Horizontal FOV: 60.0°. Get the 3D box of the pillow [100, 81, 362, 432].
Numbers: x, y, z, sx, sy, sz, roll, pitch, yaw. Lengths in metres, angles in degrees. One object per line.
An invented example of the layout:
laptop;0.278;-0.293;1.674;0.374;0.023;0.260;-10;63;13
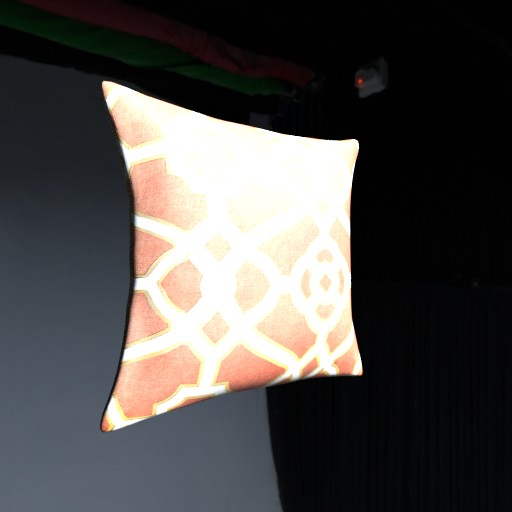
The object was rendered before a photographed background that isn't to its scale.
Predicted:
pillow;0.000;0.000;0.798;0.552;0.508;0.166;1;-1;-36
